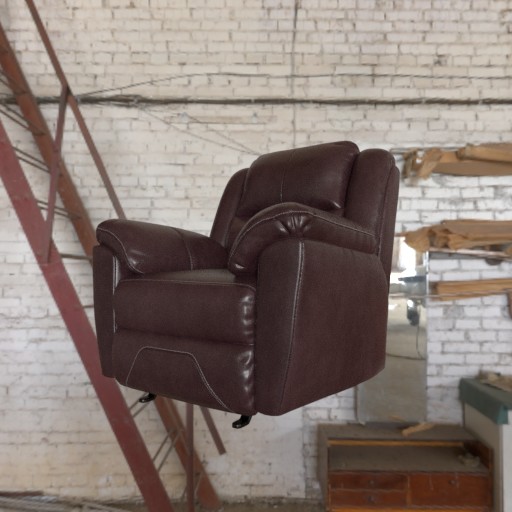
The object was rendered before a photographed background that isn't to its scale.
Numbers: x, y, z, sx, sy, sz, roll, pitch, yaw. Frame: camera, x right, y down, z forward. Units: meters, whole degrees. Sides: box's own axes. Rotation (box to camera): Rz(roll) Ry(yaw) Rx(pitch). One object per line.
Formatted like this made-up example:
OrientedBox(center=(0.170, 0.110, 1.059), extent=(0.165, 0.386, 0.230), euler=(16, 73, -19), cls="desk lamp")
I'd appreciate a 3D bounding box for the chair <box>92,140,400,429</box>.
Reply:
OrientedBox(center=(0.000, 0.000, 1.890), extent=(0.990, 1.093, 1.041), euler=(-1, -1, 35), cls="chair")
